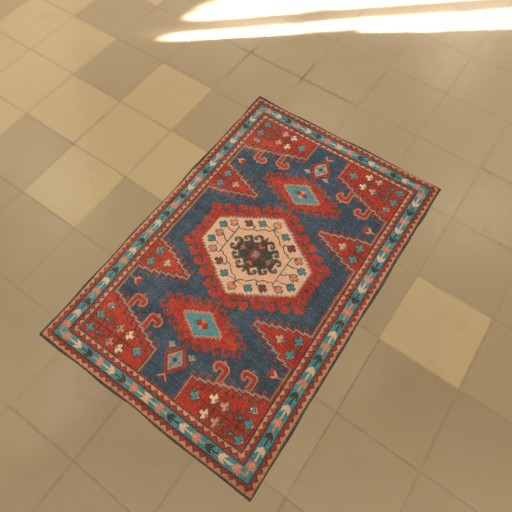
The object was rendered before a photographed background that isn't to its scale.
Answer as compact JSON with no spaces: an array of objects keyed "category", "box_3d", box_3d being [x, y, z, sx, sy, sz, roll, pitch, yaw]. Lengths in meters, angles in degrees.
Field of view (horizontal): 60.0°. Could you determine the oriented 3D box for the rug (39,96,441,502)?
[{"category":"rug","box_3d":[0.000,0.000,2.236,1.207,0.012,1.820,32,68,14]}]
